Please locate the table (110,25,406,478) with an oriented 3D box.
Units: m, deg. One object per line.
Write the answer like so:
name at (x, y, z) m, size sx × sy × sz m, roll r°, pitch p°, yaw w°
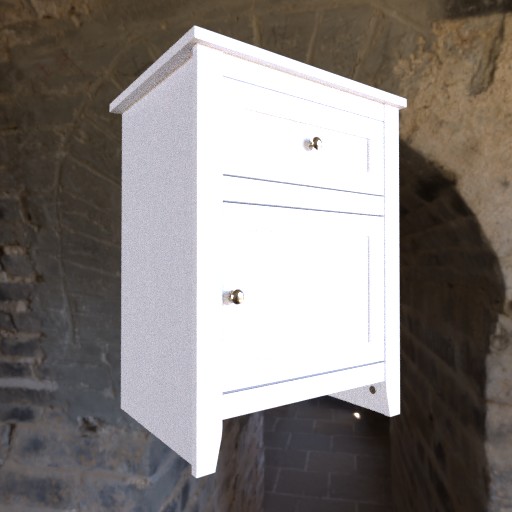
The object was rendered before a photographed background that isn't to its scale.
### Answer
table at (0.000, 0.000, 0.906) m, size 0.480 × 0.635 × 0.381 m, roll 1°, pitch -1°, yaw -36°
